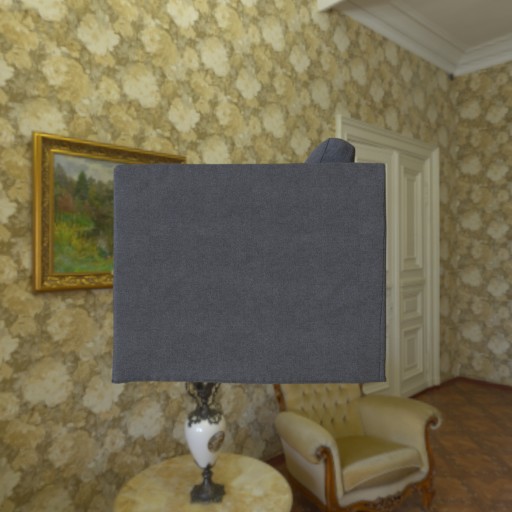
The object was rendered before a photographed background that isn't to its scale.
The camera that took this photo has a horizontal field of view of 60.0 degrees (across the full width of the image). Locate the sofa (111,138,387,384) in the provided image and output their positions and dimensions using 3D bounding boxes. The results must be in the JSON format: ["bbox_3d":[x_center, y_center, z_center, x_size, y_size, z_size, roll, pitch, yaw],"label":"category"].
[{"bbox_3d":[0.000,0.000,2.433,0.953,0.855,1.982,0,0,2],"label":"sofa"}]
